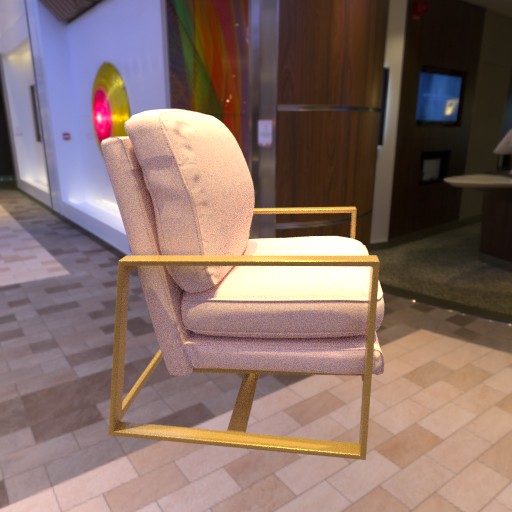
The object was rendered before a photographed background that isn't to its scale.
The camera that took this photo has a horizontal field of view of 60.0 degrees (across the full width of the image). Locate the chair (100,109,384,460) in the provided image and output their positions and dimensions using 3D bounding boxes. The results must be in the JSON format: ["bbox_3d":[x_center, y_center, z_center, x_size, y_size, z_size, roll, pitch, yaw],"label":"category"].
[{"bbox_3d":[0.000,0.000,1.526,0.813,0.956,0.758,2,17,8],"label":"chair"}]
